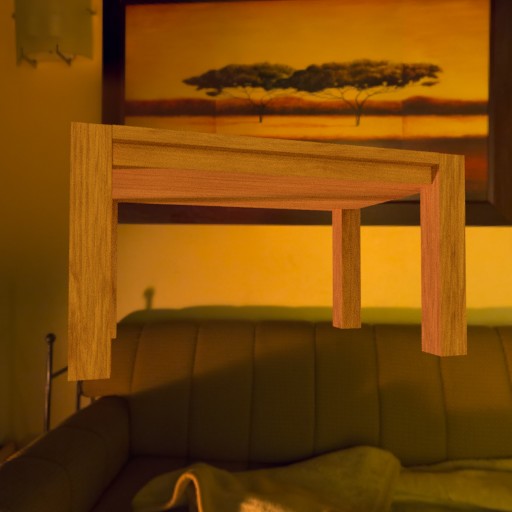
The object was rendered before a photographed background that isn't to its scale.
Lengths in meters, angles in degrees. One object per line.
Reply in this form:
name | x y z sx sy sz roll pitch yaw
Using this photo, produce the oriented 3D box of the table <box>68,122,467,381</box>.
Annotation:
table | 0.000 0.000 1.920 1.400 0.760 0.900 0 -2 -16
